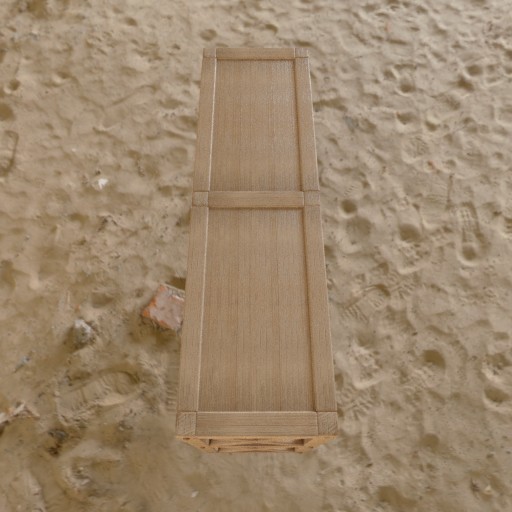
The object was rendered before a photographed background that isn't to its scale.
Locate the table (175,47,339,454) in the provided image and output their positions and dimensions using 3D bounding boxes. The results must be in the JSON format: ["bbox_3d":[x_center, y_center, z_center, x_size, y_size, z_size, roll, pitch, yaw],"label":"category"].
[{"bbox_3d":[0.000,0.000,1.653,0.381,0.762,1.320,0,63,0],"label":"table"}]
